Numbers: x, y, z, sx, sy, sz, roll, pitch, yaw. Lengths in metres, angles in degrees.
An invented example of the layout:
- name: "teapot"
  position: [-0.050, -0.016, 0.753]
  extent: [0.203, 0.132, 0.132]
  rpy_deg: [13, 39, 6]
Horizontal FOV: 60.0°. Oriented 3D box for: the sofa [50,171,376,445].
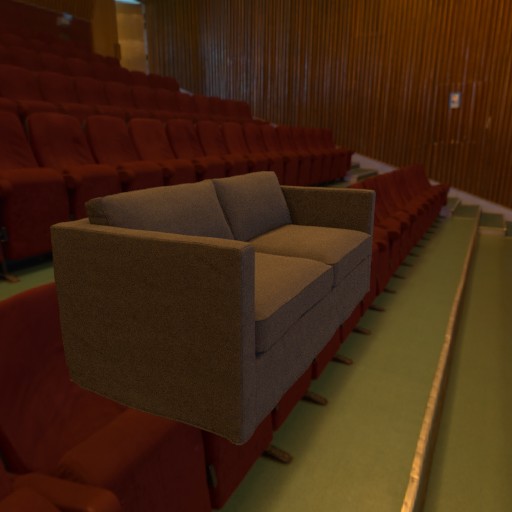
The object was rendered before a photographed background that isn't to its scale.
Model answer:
- name: "sofa"
  position: [0.000, 0.000, 2.530]
  extent: [0.953, 0.855, 1.982]
  rpy_deg: [7, 16, 26]
